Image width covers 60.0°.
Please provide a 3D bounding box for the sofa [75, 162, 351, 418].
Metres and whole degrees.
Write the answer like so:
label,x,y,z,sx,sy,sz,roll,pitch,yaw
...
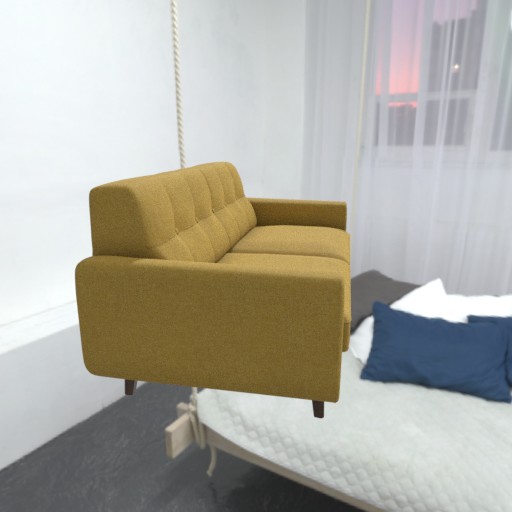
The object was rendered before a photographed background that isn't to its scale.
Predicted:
label,x,y,z,sx,sy,sz,roll,pitch,yaw
sofa,0.000,0.000,2.171,0.909,0.841,1.631,3,16,11
